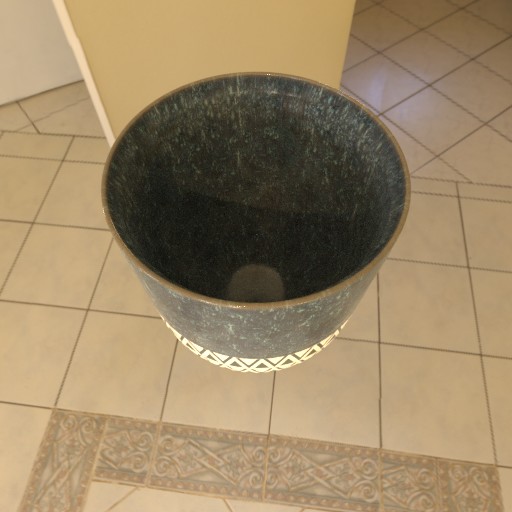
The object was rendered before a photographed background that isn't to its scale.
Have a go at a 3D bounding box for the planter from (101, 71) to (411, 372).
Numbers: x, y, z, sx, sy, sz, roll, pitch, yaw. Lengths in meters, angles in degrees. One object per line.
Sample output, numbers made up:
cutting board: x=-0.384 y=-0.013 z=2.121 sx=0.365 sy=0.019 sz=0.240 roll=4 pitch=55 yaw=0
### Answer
planter: x=0.000 y=0.000 z=0.373 sx=0.195 sy=0.214 sz=0.195 roll=0 pitch=59 yaw=0
